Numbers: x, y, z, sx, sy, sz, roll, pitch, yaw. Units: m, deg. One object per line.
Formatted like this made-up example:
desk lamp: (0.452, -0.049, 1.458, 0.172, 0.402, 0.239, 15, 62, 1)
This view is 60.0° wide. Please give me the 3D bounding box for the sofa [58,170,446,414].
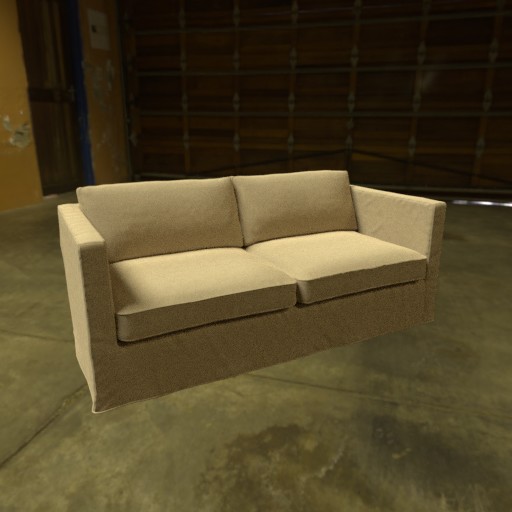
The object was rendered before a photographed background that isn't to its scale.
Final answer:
sofa: (0.000, 0.000, 2.482, 1.959, 0.835, 0.962, -8, 19, -26)
